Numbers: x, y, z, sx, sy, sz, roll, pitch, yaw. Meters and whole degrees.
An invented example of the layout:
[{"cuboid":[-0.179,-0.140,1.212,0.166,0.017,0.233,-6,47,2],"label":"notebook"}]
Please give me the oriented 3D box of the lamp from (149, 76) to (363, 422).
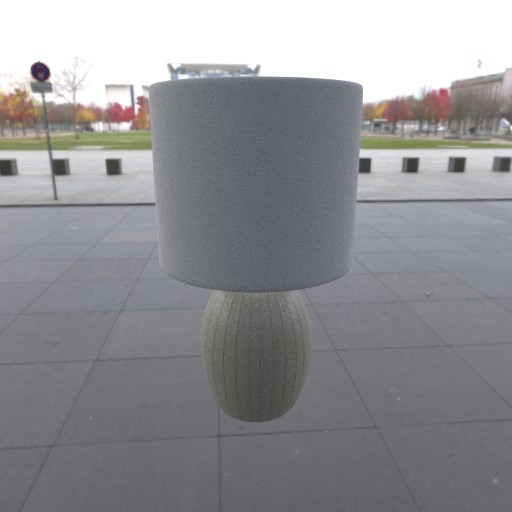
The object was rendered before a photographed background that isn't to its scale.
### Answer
[{"cuboid":[0.000,0.000,0.770,0.329,0.570,0.329,3,16,10],"label":"lamp"}]
